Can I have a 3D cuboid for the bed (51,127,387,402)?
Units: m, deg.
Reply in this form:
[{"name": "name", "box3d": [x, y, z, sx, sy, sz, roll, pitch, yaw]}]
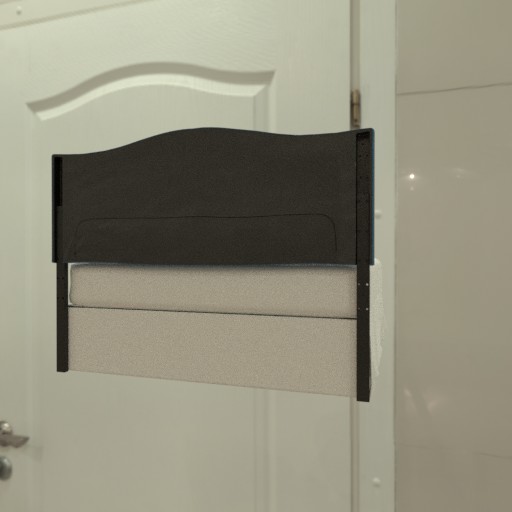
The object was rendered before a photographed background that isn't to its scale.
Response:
[{"name": "bed", "box3d": [0.000, 0.000, 2.886, 1.610, 1.169, 1.872, 0, 0, 18]}]
